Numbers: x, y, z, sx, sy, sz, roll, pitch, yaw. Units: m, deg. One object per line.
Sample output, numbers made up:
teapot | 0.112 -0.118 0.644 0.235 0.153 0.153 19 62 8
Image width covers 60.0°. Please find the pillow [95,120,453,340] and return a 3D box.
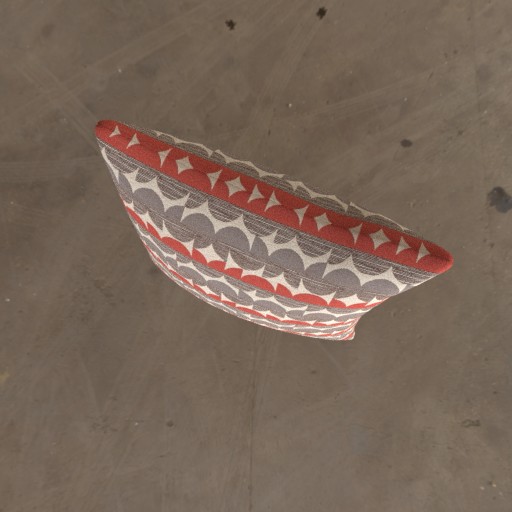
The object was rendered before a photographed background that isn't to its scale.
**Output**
pillow | 0.000 0.000 0.660 0.420 0.410 0.180 22 78 5
